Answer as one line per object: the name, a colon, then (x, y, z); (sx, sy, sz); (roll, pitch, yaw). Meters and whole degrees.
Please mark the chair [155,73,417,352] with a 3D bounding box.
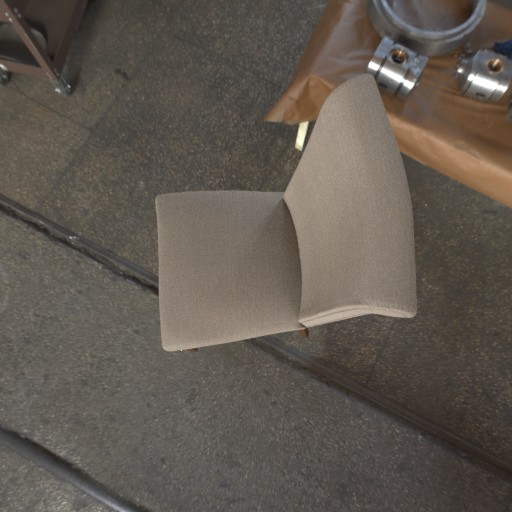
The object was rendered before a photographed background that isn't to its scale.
chair: (0.000, 0.000, 1.328); (0.608, 0.988, 0.513); (-5, 76, -1)
